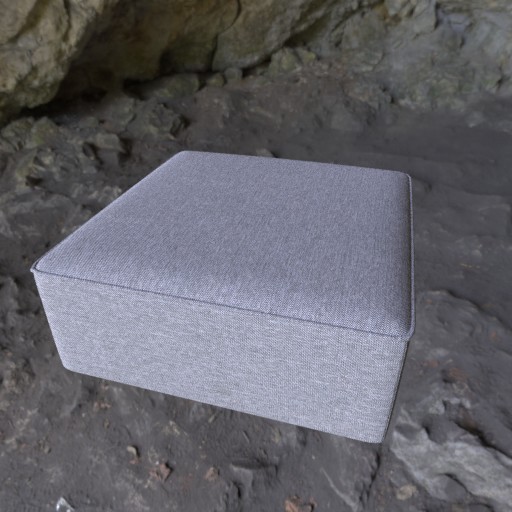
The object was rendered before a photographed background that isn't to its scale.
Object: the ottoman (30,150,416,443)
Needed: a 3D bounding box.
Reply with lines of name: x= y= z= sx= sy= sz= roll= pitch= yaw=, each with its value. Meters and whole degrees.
ottoman: x=0.000 y=0.000 z=1.561 sx=1.005 sy=0.455 sz=1.005 roll=9 pitch=33 yaw=14
